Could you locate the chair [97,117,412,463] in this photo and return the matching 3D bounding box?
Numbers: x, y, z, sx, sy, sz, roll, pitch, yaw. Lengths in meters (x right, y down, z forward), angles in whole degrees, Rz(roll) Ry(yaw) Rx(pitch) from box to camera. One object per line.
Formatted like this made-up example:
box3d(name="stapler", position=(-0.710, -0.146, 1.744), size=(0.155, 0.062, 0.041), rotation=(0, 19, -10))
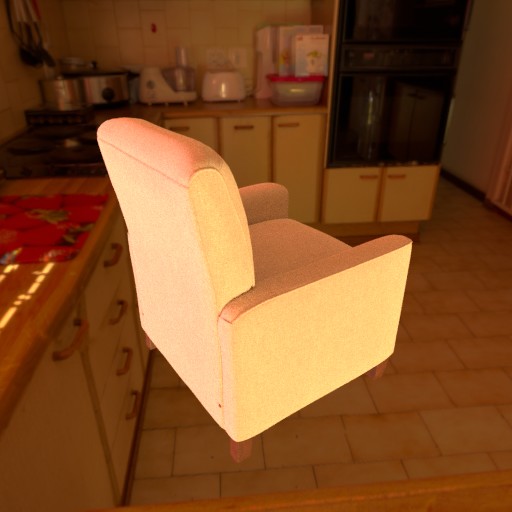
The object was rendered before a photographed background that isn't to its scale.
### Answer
box3d(name="chair", position=(0.000, 0.000, 1.673), size=(0.859, 1.023, 0.845), rotation=(-18, 32, -31))
